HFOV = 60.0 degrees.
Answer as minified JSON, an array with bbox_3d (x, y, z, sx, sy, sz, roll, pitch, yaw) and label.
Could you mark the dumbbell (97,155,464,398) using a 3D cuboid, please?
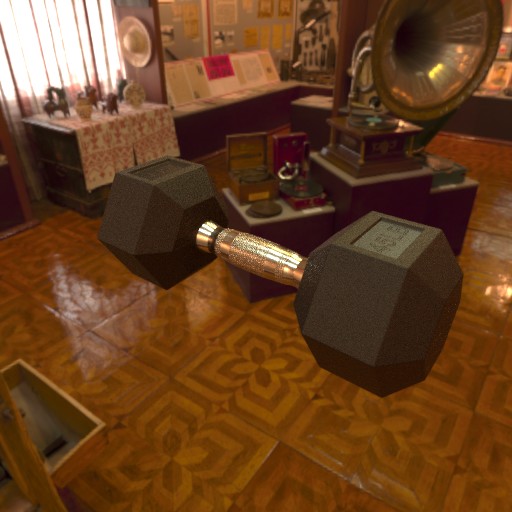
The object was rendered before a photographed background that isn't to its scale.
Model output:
[{"bbox_3d":[0.000,0.000,0.427,0.356,0.123,0.141,21,36,31],"label":"dumbbell"}]
